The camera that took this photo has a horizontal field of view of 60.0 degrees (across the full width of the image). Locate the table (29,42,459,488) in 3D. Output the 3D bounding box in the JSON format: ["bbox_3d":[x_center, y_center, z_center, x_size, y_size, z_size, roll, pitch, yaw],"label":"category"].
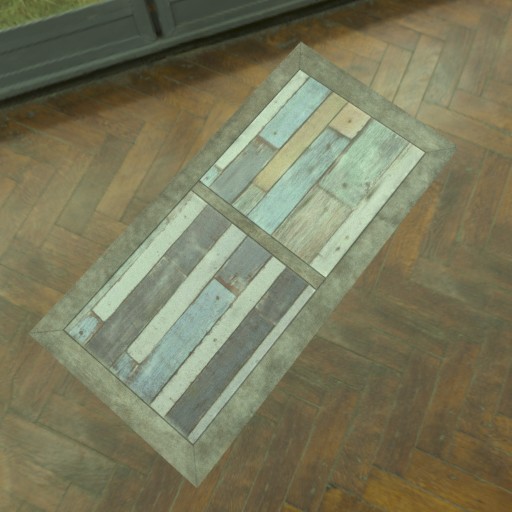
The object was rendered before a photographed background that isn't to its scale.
[{"bbox_3d":[0.000,0.000,1.507,0.610,0.470,1.219,38,78,9],"label":"table"}]
